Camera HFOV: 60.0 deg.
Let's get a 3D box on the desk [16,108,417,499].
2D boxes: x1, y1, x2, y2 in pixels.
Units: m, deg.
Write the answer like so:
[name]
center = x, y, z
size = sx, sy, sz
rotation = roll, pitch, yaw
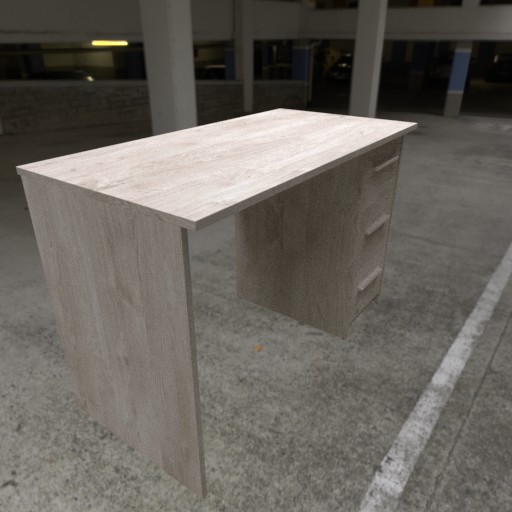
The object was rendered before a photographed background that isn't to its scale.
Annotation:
[desk]
center = 0.000, 0.000, 1.426
size = 0.560, 0.735, 1.097
rotation = 18, 32, 32
